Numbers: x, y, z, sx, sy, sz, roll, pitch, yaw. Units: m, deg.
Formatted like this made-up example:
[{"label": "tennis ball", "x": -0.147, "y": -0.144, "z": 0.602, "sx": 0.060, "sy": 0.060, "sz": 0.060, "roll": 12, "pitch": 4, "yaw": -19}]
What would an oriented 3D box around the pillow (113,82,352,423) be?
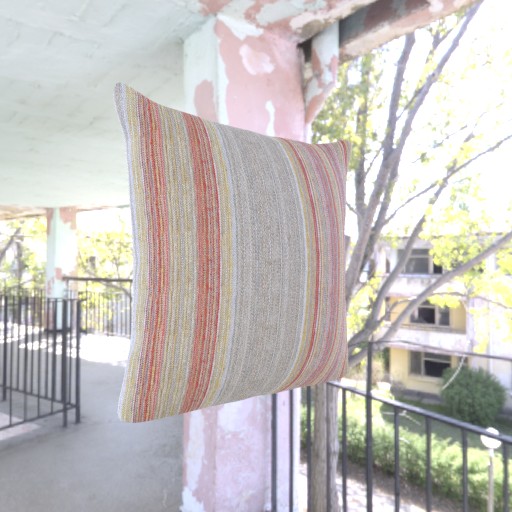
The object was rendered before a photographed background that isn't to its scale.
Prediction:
[{"label": "pillow", "x": 0.000, "y": 0.000, "z": 0.701, "sx": 0.451, "sy": 0.449, "sz": 0.191, "roll": 1, "pitch": -2, "yaw": -36}]
